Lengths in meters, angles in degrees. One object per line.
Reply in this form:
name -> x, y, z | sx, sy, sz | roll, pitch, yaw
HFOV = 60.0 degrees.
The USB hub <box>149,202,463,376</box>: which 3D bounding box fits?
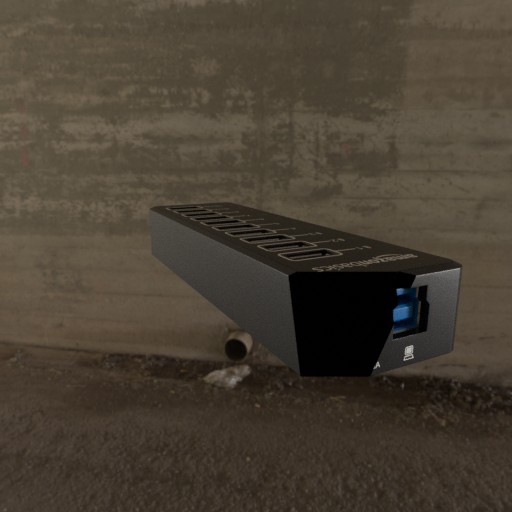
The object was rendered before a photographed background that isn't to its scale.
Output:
USB hub -> 0.000, 0.000, 0.164 | 0.044, 0.023, 0.145 | -7, 15, -26
